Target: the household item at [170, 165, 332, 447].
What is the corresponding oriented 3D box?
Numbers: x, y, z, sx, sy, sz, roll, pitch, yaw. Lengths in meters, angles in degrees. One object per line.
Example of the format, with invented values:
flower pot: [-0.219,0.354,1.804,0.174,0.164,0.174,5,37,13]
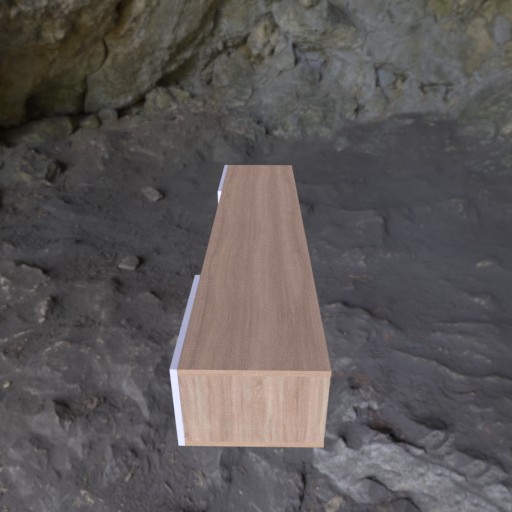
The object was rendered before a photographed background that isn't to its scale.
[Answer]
household item: [0.000,0.000,2.037,0.420,0.310,1.850,0,28,1]
